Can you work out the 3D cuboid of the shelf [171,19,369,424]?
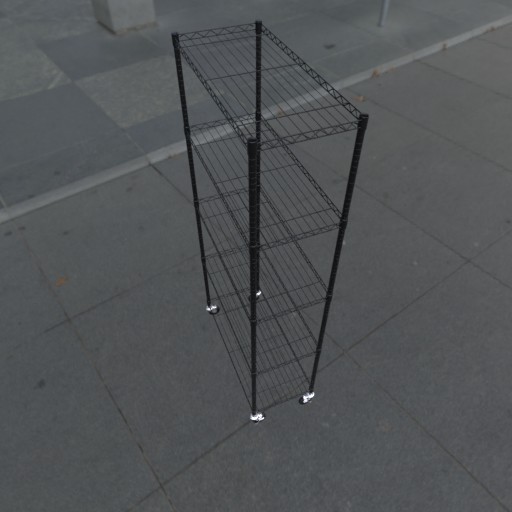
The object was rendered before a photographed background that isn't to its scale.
[{"bbox_3d":[0.000,0.000,1.930,0.356,1.645,0.762,-16,49,-15],"label":"shelf"}]
